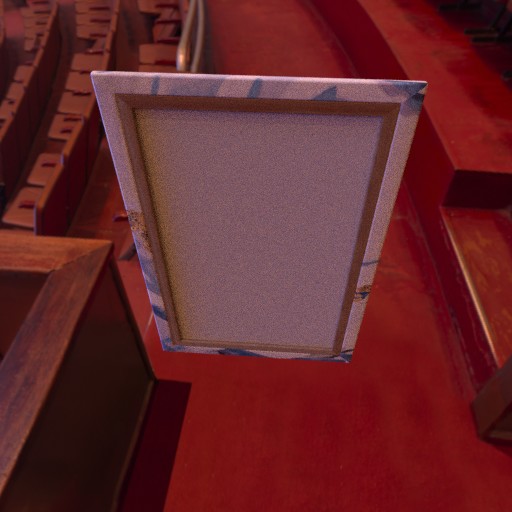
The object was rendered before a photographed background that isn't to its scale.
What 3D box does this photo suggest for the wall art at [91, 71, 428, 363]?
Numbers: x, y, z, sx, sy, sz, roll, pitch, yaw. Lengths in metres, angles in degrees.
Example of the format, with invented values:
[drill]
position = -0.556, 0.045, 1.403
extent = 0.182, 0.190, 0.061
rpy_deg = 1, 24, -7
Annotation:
[wall art]
position = 0.000, 0.000, 1.123
extent = 0.610, 0.914, 0.016
rpy_deg = 3, 45, 3
